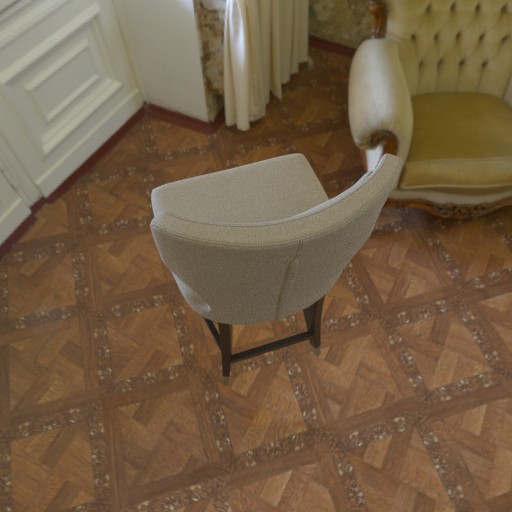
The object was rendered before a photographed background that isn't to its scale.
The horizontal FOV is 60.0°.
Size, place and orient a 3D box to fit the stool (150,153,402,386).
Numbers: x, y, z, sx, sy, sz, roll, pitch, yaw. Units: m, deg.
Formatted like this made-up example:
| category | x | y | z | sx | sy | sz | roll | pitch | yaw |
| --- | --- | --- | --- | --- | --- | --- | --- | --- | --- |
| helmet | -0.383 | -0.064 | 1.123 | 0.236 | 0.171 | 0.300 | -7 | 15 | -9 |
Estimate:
| category | x | y | z | sx | sy | sz | roll | pitch | yaw |
| --- | --- | --- | --- | --- | --- | --- | --- | --- | --- |
| stool | 0.000 | 0.000 | 1.351 | 0.527 | 0.982 | 0.563 | -15 | 59 | -10 |
